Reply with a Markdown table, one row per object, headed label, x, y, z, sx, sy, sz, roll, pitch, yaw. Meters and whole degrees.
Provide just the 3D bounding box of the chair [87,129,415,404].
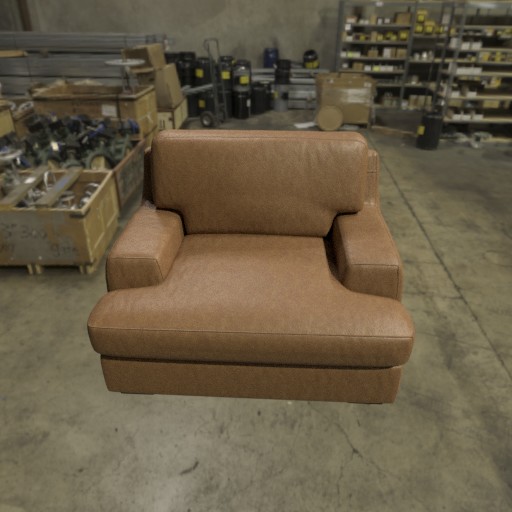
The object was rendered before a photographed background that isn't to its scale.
| label | x | y | z | sx | sy | sz | roll | pitch | yaw |
| --- | --- | --- | --- | --- | --- | --- | --- | --- | --- |
| chair | 0.000 | 0.000 | 2.039 | 1.276 | 0.978 | 1.050 | 2 | 30 | 3 |
